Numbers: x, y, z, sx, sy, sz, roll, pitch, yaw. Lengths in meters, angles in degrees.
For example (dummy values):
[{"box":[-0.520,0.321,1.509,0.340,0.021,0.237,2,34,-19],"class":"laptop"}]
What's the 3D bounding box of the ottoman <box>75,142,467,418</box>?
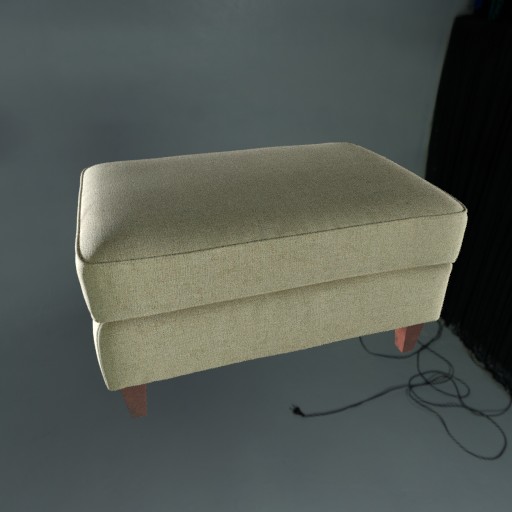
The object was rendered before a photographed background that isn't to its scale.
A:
[{"box":[0.000,0.000,1.217,0.862,0.484,0.583,-9,32,-15],"class":"ottoman"}]
